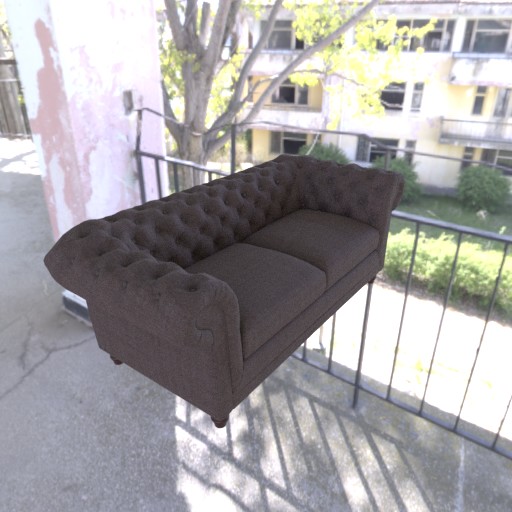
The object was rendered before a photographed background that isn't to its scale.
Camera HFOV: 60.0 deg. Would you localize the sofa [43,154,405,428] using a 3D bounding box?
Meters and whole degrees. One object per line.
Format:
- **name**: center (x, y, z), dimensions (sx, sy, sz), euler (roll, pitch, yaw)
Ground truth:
- **sofa**: center (0.000, 0.000, 2.537), dimensions (0.944, 0.780, 2.048), euler (18, 31, 33)
